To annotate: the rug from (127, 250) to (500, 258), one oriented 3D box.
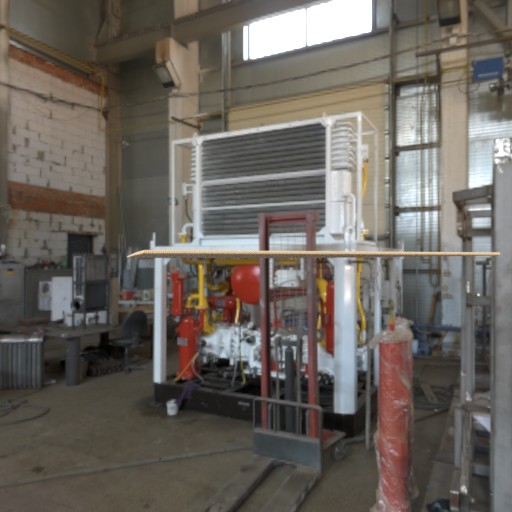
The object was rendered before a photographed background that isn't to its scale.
[{"bbox_3d":[0.000,0.000,2.795,1.526,0.014,2.290,0,-1,-17],"label":"rug"}]
